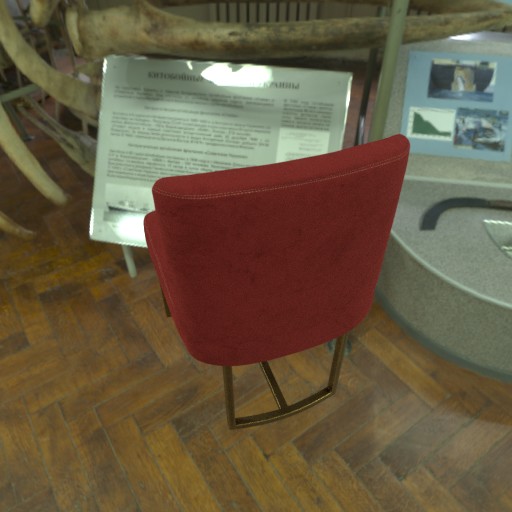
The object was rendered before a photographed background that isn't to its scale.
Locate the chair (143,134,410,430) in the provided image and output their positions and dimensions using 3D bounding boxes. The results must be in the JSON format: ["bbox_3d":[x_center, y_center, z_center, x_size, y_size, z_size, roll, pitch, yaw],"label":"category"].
[{"bbox_3d":[0.000,0.000,1.183,0.530,0.824,0.560,-14,43,-15],"label":"chair"}]
